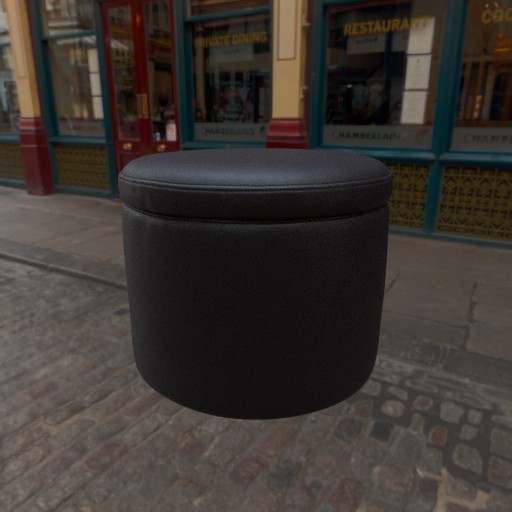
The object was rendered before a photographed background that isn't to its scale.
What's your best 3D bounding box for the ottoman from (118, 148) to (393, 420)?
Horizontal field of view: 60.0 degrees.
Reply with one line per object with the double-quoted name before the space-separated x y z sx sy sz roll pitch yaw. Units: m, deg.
"ottoman" 0.000 0.000 0.884 0.501 0.409 0.501 0 16 0
